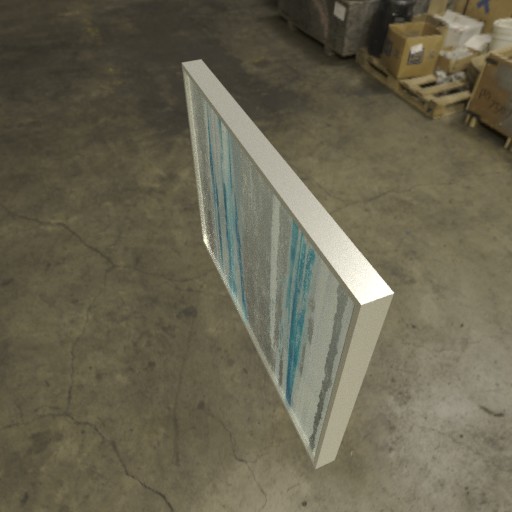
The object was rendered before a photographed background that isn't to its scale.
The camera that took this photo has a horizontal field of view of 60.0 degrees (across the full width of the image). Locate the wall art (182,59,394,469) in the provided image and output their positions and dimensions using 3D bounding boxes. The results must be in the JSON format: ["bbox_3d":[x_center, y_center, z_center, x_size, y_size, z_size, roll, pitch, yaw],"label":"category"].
[{"bbox_3d":[0.000,0.000,1.381,0.066,0.801,1.056,-17,49,-16],"label":"wall art"}]
